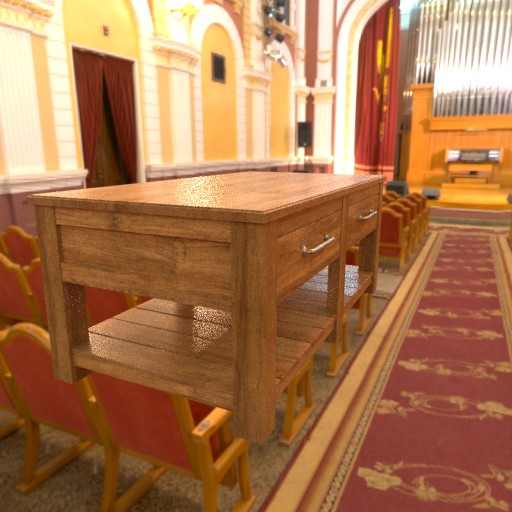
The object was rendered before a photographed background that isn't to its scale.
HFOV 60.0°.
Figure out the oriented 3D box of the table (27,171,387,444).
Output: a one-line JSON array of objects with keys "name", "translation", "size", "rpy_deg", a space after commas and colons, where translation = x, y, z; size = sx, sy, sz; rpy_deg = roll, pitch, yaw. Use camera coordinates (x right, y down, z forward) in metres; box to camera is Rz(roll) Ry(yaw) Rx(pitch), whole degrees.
[{"name": "table", "translation": [0.000, 0.000, 1.463], "size": [0.635, 0.480, 1.150], "rpy_deg": [7, 15, 25]}]
